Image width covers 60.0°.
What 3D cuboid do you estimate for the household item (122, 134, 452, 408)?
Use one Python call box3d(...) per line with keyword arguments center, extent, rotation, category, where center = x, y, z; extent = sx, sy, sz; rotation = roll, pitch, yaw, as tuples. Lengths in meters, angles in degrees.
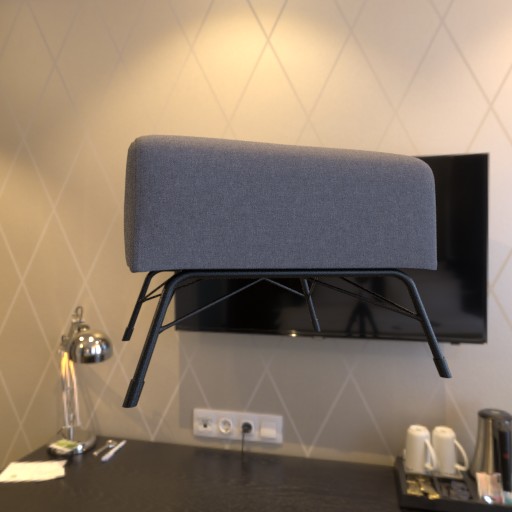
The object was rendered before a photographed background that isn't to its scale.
box3d(center=(0.000, 0.000, 0.917), extent=(0.530, 0.410, 0.530), rotation=(0, -1, -17), category="household item")
